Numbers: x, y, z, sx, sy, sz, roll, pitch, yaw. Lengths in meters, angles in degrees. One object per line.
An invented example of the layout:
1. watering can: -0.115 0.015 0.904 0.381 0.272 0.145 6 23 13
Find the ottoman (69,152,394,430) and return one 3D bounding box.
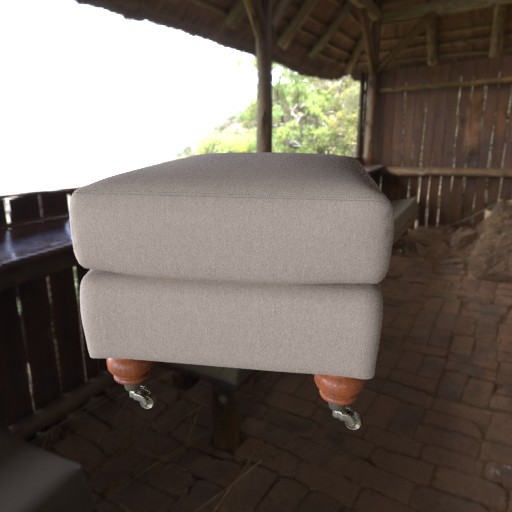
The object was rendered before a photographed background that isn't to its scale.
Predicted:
1. ottoman: 0.000 0.000 1.128 0.574 0.497 0.773 3 17 9
